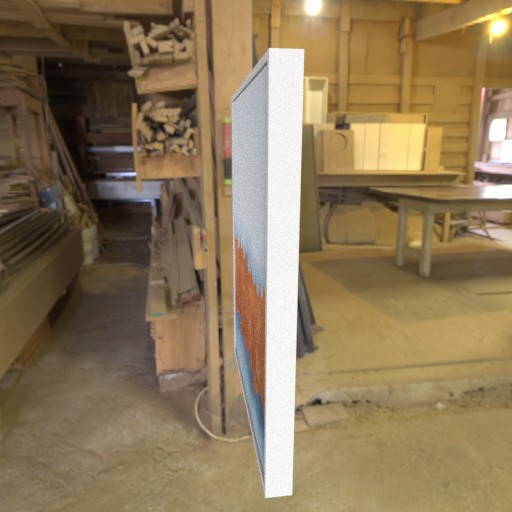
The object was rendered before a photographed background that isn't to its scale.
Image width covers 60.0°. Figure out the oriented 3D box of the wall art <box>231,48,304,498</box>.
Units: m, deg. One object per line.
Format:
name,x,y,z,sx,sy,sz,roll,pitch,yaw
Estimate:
wall art,0.000,0.000,0.744,0.039,0.553,0.451,-2,14,-8
